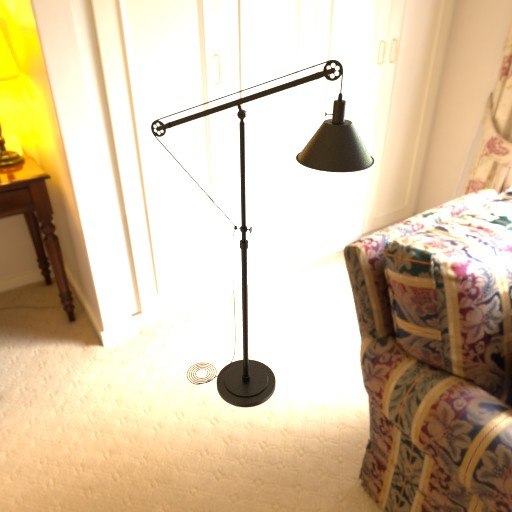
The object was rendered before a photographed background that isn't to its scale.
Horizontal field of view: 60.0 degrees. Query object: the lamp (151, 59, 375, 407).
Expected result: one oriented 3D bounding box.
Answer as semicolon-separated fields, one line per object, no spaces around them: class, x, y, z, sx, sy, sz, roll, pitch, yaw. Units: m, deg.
lamp;0.000;0.000;1.970;0.904;1.626;0.319;9;32;15
